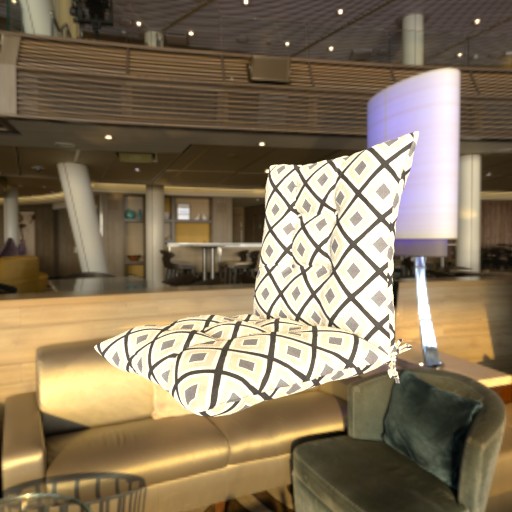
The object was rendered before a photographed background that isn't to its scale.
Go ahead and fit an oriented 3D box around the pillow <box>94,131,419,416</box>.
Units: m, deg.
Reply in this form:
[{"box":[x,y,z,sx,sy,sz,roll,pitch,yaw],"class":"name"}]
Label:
[{"box":[0.000,0.000,1.007,0.585,0.536,0.541,-1,2,-37],"class":"pillow"}]
